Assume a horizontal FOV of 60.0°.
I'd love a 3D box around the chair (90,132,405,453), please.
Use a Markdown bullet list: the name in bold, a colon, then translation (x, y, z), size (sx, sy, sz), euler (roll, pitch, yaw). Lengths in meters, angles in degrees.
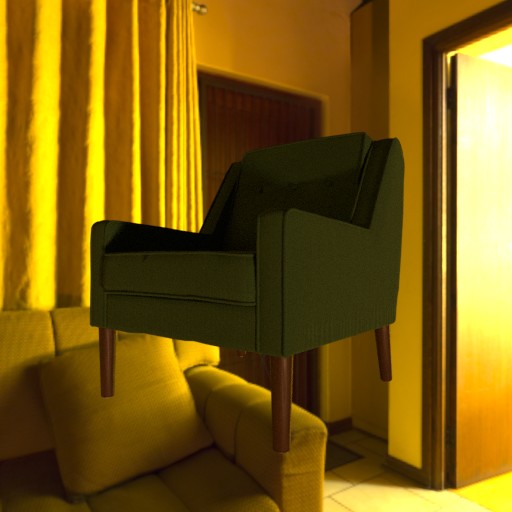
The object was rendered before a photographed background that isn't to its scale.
- **chair**: translation (0.000, 0.000, 1.326), size (0.663, 0.792, 0.743), euler (0, 0, 36)
